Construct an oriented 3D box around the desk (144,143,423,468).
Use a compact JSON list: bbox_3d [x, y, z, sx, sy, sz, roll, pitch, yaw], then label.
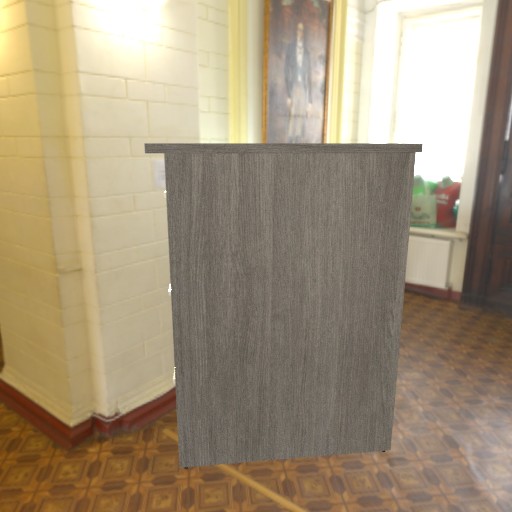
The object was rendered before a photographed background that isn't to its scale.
[{"bbox_3d":[0.000,0.000,1.494,0.560,0.735,1.097,-2,14,-7],"label":"desk"}]
